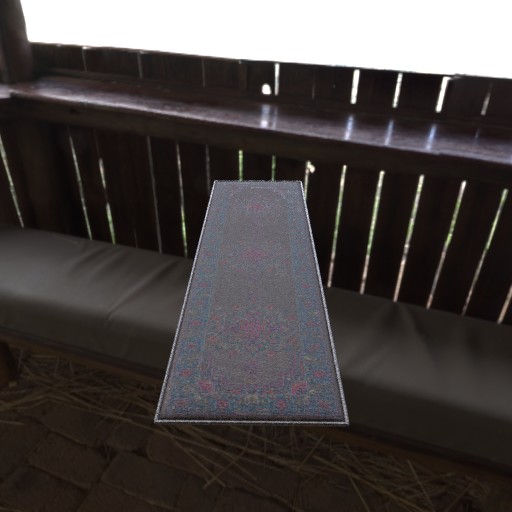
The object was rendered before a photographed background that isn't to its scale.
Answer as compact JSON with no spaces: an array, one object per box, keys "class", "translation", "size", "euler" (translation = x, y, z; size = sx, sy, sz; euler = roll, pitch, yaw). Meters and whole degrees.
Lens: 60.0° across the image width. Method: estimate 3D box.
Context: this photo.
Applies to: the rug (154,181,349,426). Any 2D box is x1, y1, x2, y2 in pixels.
[{"class":"rug","translation":[0.000,0.000,2.025],"size":[0.553,0.012,1.827],"euler":[0,31,1]}]
